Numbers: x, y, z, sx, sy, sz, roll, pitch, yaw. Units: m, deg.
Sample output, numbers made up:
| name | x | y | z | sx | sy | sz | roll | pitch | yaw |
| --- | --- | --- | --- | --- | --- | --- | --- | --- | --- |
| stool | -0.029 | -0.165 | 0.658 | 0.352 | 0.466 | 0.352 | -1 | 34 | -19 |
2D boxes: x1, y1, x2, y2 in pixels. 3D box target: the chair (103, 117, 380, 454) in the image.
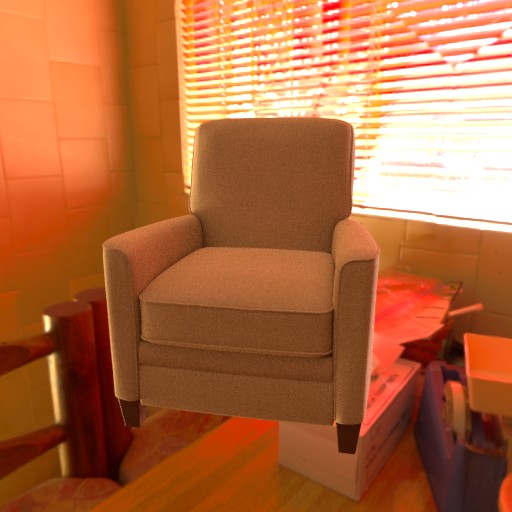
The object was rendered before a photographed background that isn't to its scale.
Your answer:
| name | x | y | z | sx | sy | sz | roll | pitch | yaw |
| --- | --- | --- | --- | --- | --- | --- | --- | --- | --- |
| chair | 0.000 | 0.000 | 1.648 | 0.845 | 1.023 | 0.859 | 3 | 14 | 10 |
